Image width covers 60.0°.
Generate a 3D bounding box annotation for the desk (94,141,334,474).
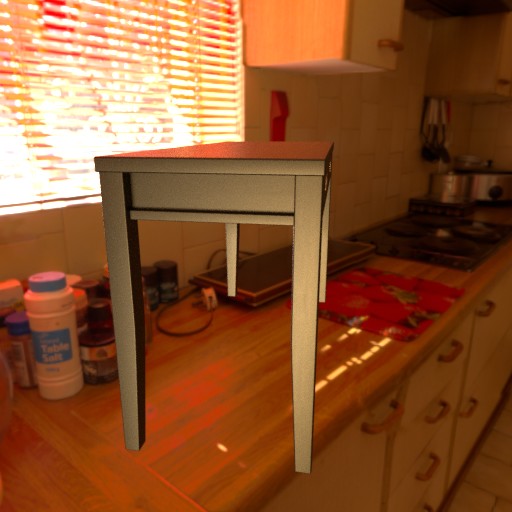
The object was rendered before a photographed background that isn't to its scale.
[{"bbox_3d":[0.000,0.000,1.614,0.508,0.775,1.220,3,16,10],"label":"desk"}]
